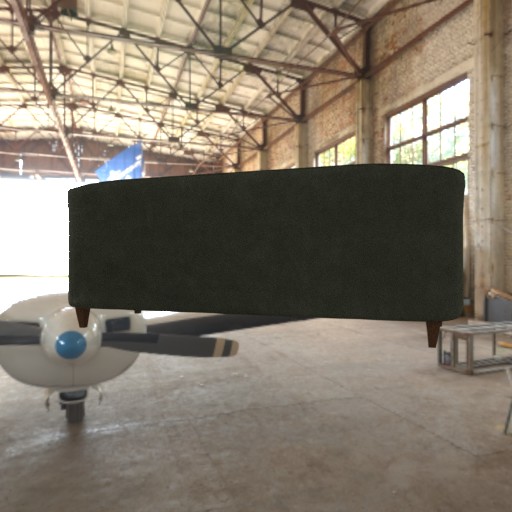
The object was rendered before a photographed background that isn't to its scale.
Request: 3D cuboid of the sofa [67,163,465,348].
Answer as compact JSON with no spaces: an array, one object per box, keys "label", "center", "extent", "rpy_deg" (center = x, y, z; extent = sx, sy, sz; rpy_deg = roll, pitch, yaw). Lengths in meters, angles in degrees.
[{"label":"sofa","center":[0.000,0.000,2.690],"extent":[2.278,0.855,0.941],"rpy_deg":[0,-1,18]}]
